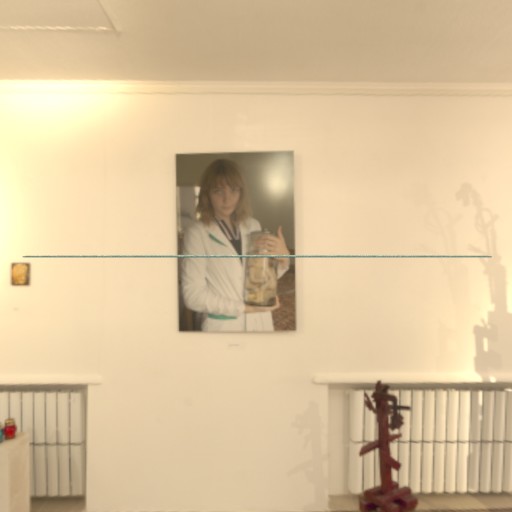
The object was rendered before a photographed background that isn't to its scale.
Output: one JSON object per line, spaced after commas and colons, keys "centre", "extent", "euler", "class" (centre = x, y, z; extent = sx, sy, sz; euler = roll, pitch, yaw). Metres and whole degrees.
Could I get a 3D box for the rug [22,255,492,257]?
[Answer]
{"centre": [0.000, 0.000, 3.987], "extent": [2.980, 0.012, 2.363], "euler": [0, 0, -1], "class": "rug"}
